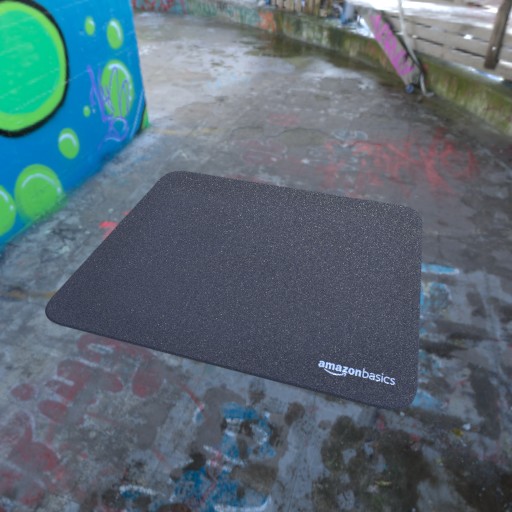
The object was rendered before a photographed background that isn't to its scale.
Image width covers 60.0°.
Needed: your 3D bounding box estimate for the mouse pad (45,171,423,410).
[{"bbox_3d":[0.000,0.000,0.348,0.249,0.002,0.211,11,42,13],"label":"mouse pad"}]
